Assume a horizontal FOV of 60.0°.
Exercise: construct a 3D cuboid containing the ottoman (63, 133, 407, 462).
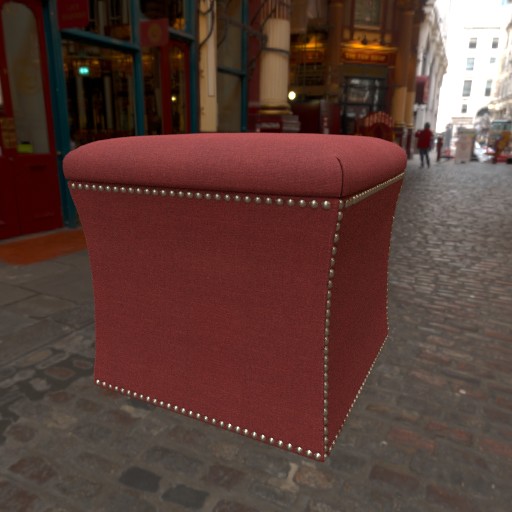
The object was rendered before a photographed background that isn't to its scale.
[{"bbox_3d":[0.000,0.000,0.887,0.497,0.475,0.507,8,17,26],"label":"ottoman"}]
